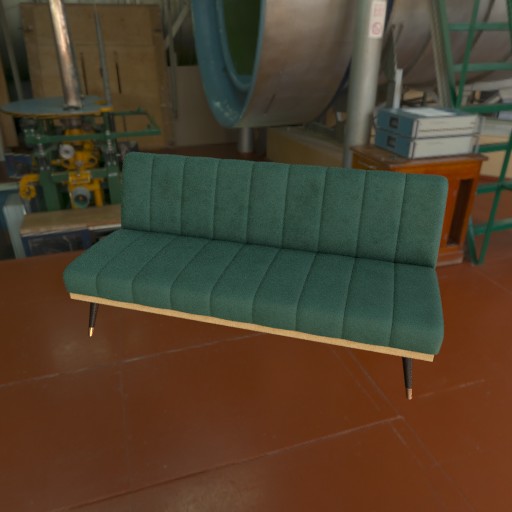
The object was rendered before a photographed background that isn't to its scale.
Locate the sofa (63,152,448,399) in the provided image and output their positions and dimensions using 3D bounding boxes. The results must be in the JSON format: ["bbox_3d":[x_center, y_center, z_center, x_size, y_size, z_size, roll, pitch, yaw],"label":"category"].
[{"bbox_3d":[0.000,0.000,2.320,1.810,0.820,0.830,7,28,14],"label":"sofa"}]
